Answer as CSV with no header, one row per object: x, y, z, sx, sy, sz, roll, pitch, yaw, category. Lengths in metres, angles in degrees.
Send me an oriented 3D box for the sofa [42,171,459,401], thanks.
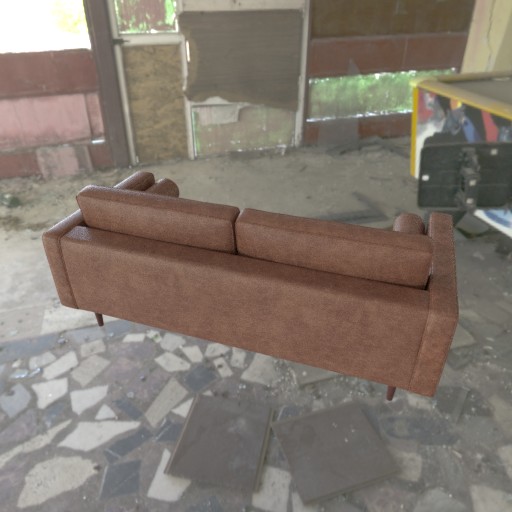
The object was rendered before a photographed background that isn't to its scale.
0.000,0.000,2.293,1.870,0.760,0.910,10,34,16,sofa
